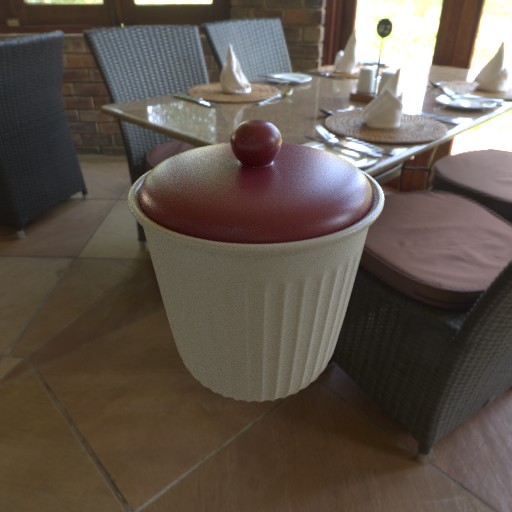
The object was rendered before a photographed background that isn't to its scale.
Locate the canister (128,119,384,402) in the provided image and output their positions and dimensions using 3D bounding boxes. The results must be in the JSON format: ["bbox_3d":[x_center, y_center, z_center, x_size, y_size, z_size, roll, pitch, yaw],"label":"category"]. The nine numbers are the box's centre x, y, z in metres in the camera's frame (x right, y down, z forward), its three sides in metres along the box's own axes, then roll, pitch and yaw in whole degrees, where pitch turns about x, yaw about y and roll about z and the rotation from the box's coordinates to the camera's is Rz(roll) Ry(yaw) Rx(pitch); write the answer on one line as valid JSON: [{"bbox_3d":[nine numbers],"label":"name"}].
[{"bbox_3d":[0.000,0.000,0.351,0.181,0.211,0.181,0,31,0],"label":"canister"}]
